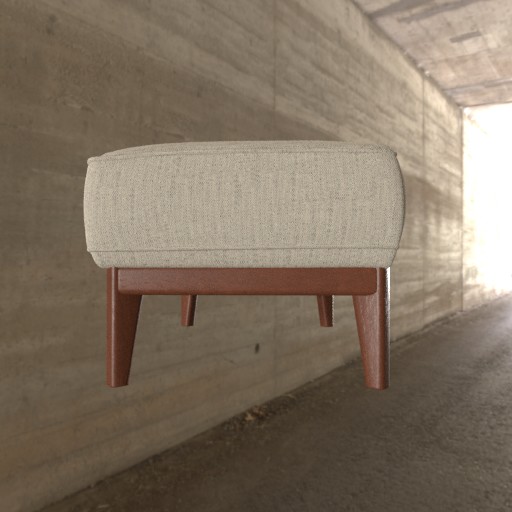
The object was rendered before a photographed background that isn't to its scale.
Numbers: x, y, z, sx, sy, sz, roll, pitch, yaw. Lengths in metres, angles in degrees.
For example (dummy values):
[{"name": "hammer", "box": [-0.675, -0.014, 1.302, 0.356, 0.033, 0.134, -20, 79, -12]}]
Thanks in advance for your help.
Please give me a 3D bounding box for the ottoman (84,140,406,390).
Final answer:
[{"name": "ottoman", "box": [0.000, 0.000, 1.142, 0.594, 0.465, 0.794, 0, 0, 2]}]
